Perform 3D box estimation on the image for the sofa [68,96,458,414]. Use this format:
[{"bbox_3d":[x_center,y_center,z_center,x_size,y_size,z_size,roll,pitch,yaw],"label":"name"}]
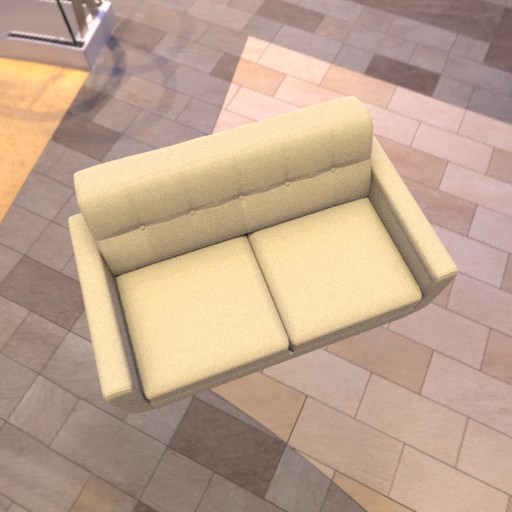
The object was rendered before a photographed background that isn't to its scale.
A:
[{"bbox_3d":[0.000,0.000,2.239,1.655,0.892,0.980,-18,65,-9],"label":"sofa"}]
